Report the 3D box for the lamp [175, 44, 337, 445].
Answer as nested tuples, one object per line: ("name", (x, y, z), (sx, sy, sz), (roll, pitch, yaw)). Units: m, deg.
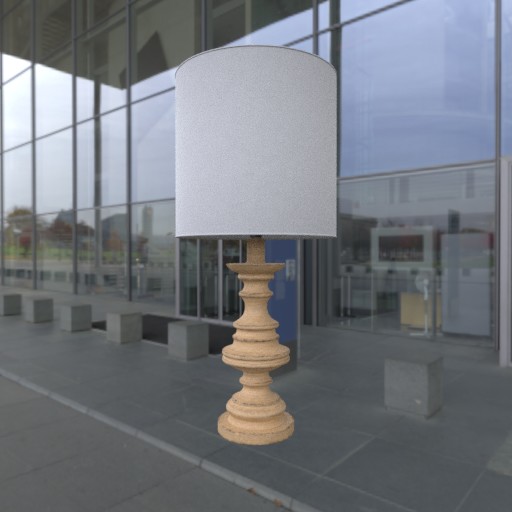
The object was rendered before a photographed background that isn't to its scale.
("lamp", (0.000, 0.000, 0.581), (0.208, 0.455, 0.208), (0, 1, -34))
